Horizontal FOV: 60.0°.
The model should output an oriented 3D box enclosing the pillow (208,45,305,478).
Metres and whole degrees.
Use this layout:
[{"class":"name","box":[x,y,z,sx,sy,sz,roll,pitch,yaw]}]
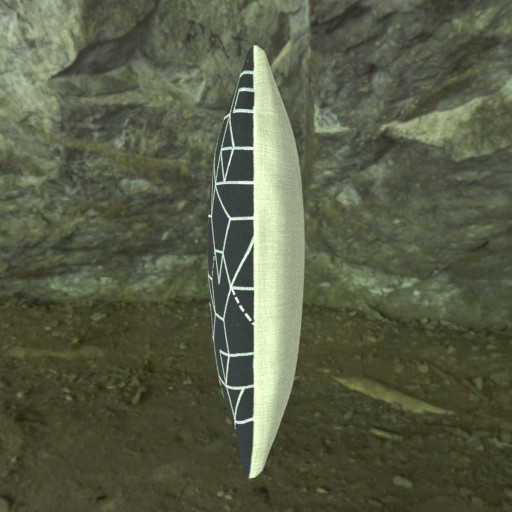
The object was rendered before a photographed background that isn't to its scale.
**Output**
[{"class":"pillow","box":[0.000,0.000,0.768,0.158,0.508,0.517,0,3,0]}]
